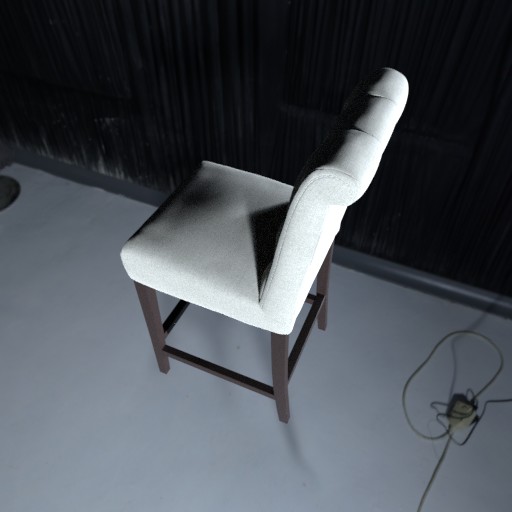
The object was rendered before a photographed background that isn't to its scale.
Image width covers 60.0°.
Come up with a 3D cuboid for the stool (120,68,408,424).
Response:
[{"bbox_3d":[0.000,0.000,1.324,0.601,1.040,0.493,18,48,17],"label":"stool"}]
